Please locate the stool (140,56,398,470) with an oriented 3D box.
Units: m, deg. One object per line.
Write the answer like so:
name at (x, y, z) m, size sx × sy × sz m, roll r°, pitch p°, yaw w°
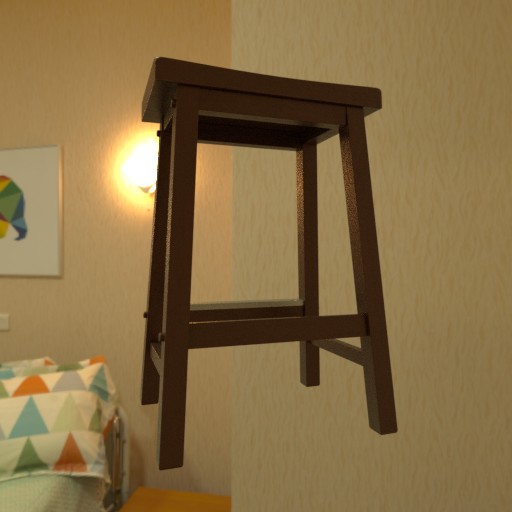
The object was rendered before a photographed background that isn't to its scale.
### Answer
stool at (0.000, 0.000, 0.847) m, size 0.406 × 0.610 × 0.322 m, roll 0°, pitch 0°, yaw -19°
